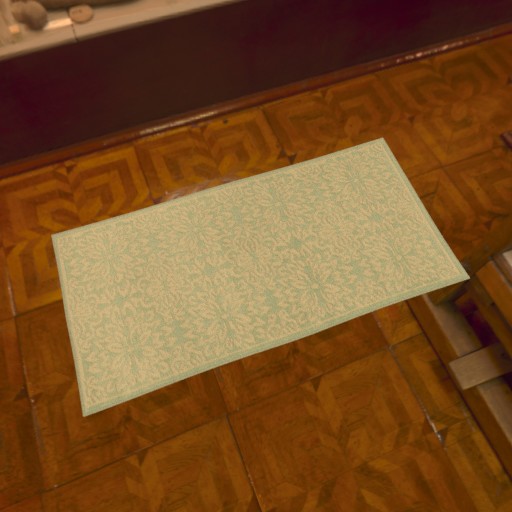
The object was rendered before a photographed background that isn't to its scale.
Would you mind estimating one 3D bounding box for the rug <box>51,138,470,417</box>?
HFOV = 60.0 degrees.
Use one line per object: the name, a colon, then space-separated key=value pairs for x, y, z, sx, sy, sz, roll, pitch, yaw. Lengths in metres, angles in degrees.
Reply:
rug: x=0.000 y=0.000 z=1.426 sx=1.219 sy=0.007 sz=0.604 roll=-18 pitch=65 yaw=-9
